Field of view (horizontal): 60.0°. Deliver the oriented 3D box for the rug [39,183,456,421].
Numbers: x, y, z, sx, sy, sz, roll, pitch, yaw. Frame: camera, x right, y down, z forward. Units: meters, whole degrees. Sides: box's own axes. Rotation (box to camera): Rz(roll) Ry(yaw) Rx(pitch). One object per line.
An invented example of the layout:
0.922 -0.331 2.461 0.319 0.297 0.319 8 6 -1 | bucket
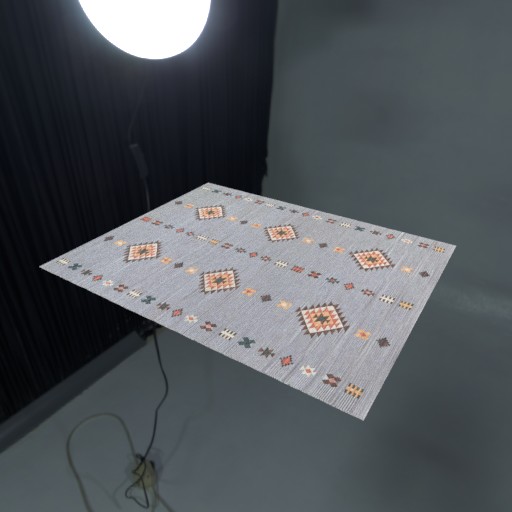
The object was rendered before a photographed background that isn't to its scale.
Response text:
0.000 0.000 4.113 3.035 0.008 2.425 18 35 28 | rug
